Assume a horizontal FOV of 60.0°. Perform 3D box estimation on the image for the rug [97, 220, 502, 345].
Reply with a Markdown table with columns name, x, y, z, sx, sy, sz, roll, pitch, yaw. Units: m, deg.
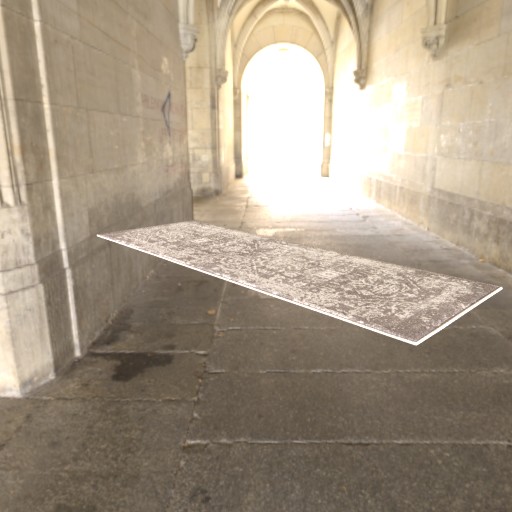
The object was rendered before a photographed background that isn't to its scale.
| name | x | y | z | sx | sy | sz | roll | pitch | yaw |
| --- | --- | --- | --- | --- | --- | --- | --- | --- | --- |
| rug | 0.000 | 0.000 | 2.639 | 0.855 | 0.017 | 2.452 | -14 | 20 | -42 |
